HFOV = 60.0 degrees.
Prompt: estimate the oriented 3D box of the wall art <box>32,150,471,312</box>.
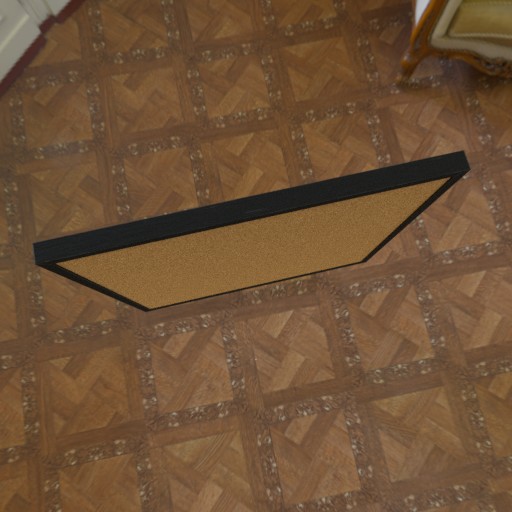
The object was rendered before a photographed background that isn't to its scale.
[{"bbox_3d":[0.000,0.000,1.127,0.761,0.761,0.037,-13,77,-3],"label":"wall art"}]
